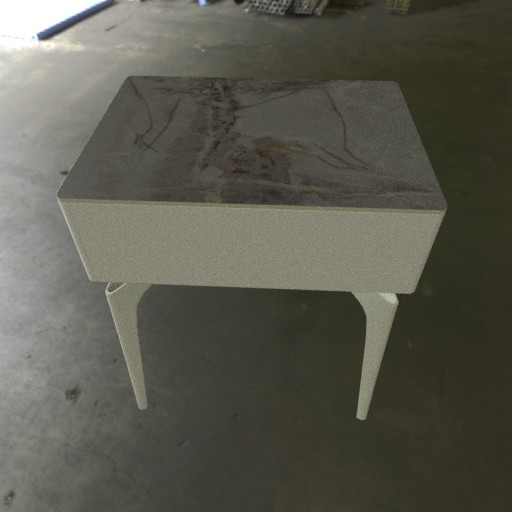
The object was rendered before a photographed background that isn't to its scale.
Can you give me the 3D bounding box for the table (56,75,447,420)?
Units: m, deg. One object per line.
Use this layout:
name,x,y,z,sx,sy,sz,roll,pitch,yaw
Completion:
table,0.000,0.000,0.895,0.500,0.570,0.400,2,45,2
